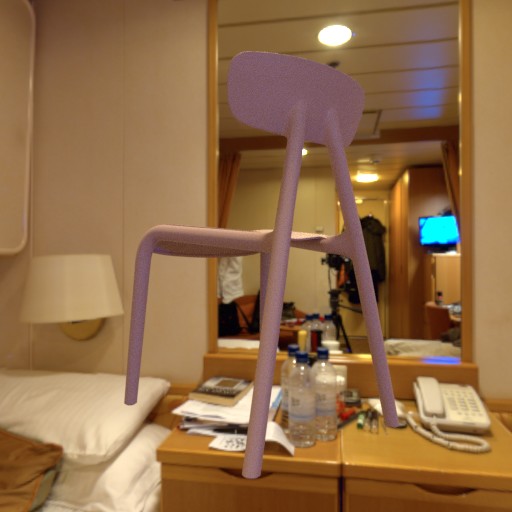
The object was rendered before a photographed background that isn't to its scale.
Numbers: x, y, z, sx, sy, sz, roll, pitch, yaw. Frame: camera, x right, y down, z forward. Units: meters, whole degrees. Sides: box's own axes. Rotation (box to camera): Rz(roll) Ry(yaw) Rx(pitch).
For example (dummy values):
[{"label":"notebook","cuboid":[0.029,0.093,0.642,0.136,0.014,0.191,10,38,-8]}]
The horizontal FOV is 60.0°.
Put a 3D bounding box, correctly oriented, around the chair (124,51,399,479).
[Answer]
[{"label":"chair","cuboid":[0.000,0.000,0.820,0.356,0.580,0.401,0,-1,-37]}]
